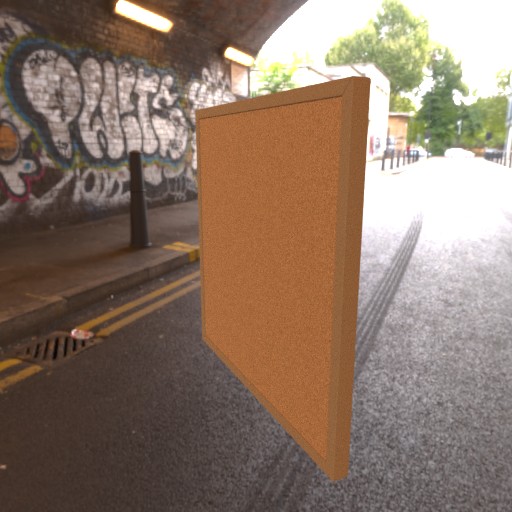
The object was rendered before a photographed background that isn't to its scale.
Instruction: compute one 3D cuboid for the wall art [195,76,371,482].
[{"bbox_3d":[0.000,0.000,1.133,0.037,0.761,0.761,-7,15,-26],"label":"wall art"}]
